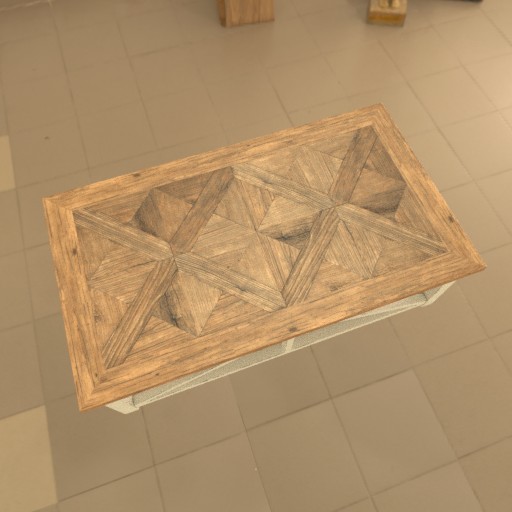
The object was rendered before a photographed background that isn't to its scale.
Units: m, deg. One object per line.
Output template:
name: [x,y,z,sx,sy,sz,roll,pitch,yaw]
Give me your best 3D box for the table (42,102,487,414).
table: [0.000,0.000,1.766,1.400,0.410,0.800,-18,66,-8]
